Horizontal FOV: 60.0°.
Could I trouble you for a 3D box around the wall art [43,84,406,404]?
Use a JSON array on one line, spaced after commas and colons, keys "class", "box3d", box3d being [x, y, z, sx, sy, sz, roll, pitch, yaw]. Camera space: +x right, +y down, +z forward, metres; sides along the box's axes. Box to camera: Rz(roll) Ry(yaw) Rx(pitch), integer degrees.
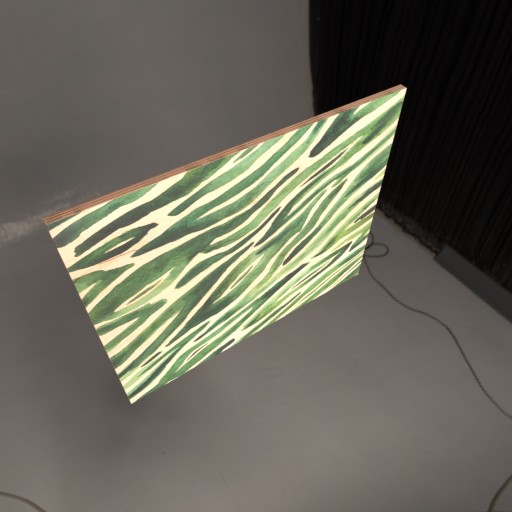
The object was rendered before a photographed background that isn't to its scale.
[{"class": "wall art", "box3d": [0.000, 0.000, 0.687, 0.508, 0.408, 0.012, -26, 53, -22]}]
